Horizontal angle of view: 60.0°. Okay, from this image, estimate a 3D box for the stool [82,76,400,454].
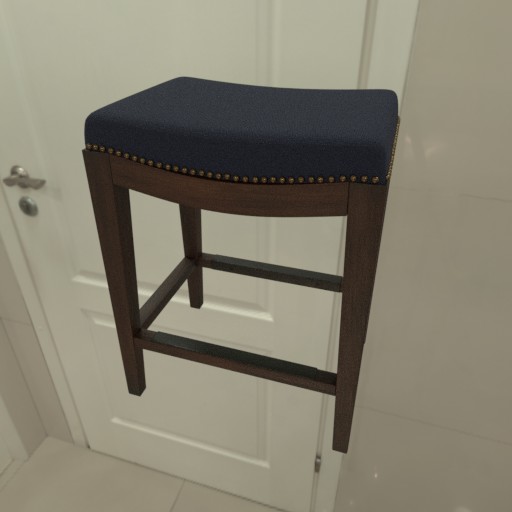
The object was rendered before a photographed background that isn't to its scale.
[{"bbox_3d":[0.000,0.000,0.934,0.500,0.642,0.361,10,33,15],"label":"stool"}]
